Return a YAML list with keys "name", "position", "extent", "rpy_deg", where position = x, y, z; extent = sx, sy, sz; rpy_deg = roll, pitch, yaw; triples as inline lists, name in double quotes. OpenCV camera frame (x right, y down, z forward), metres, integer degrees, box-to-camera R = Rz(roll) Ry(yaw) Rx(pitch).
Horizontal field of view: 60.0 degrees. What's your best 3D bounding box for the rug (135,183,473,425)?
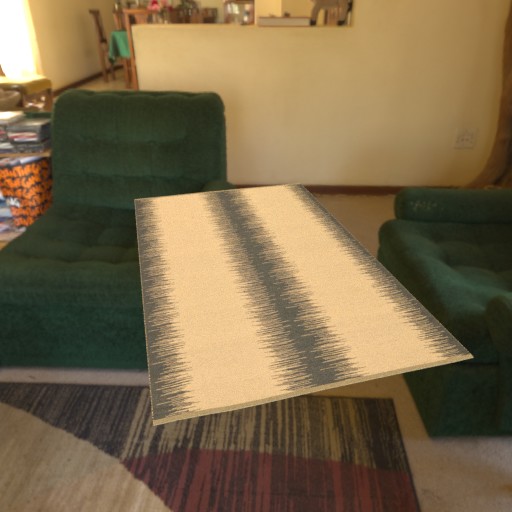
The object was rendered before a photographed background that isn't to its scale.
- name: "rug"
  position: [0.000, 0.000, 2.984]
  extent: [1.519, 0.003, 2.453]
  rpy_deg: [-8, 31, -13]
